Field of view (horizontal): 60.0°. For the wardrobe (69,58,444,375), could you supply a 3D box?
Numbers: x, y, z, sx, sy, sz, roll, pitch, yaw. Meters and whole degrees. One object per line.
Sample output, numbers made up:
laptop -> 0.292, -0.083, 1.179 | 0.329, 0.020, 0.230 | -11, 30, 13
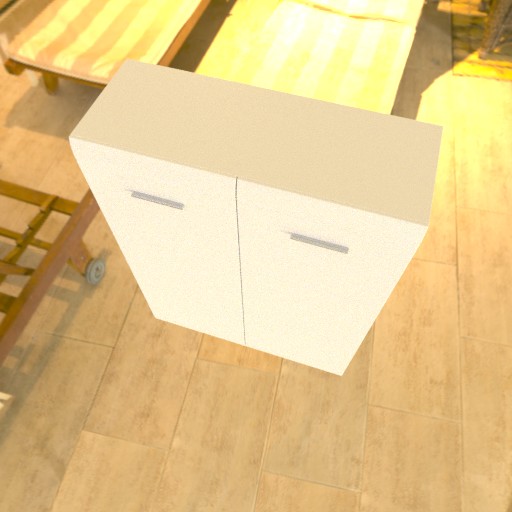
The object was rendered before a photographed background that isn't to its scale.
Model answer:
wardrobe -> 0.000, 0.000, 1.640 | 0.900, 1.200, 0.360 | 15, 60, 9
